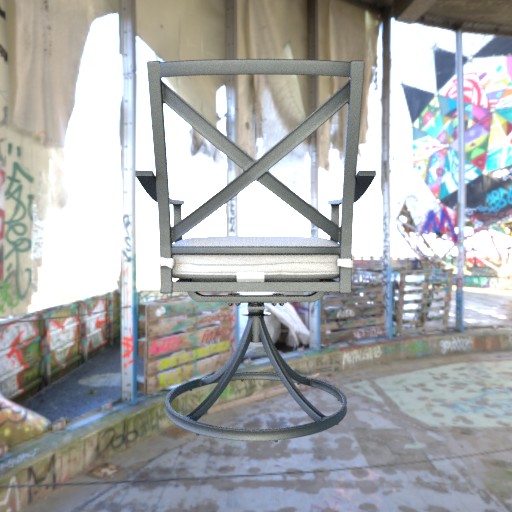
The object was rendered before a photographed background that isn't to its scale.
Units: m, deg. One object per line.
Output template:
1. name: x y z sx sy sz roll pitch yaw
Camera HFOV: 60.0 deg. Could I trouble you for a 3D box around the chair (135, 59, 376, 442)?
1. chair: 0.000 0.000 1.288 0.575 0.889 0.620 0 1 0
